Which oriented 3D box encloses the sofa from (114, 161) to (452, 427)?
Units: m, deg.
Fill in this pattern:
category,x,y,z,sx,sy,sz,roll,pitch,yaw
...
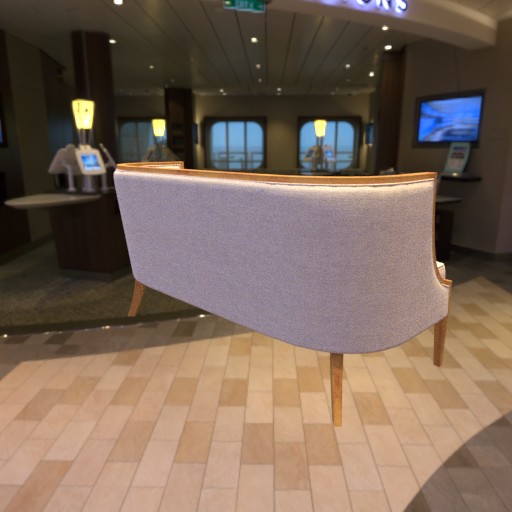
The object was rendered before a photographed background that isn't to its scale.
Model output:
category,x,y,z,sx,sy,sz,roll,pitch,yaw
sofa,0.000,0.000,1.958,0.770,0.775,1.474,-13,19,-43
